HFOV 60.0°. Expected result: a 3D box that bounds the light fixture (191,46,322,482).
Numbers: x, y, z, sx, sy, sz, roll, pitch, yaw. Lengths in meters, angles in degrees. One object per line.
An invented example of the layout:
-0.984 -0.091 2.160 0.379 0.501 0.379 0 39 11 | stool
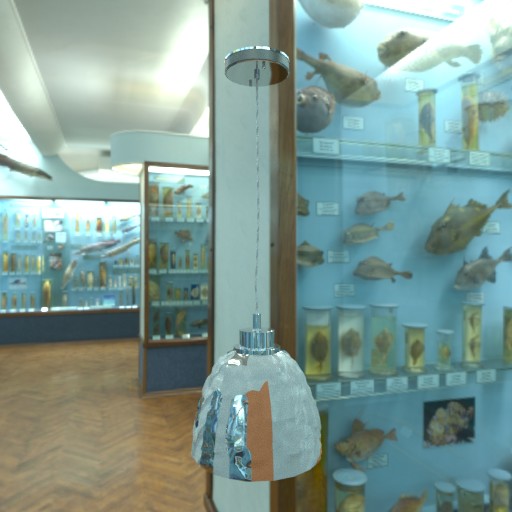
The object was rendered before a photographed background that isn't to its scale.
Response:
0.000 0.000 1.722 0.500 1.511 0.496 0 0 -17 | light fixture
